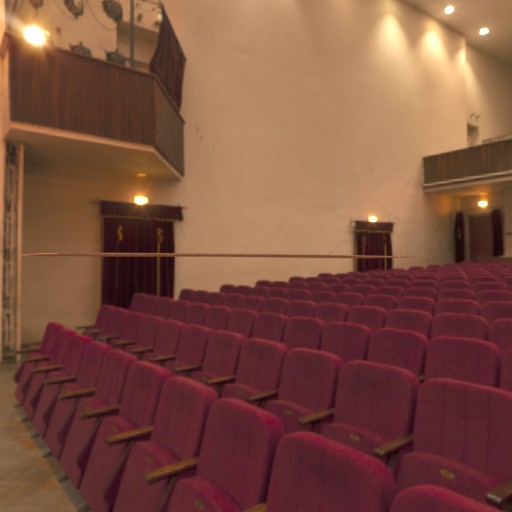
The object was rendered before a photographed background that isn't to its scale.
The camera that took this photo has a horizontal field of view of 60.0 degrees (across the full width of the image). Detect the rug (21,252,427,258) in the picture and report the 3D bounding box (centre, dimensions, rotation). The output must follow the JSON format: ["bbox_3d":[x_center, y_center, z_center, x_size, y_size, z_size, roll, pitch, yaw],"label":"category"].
[{"bbox_3d":[0.000,0.000,2.635,2.390,0.014,0.741,1,-1,-36],"label":"rug"}]
